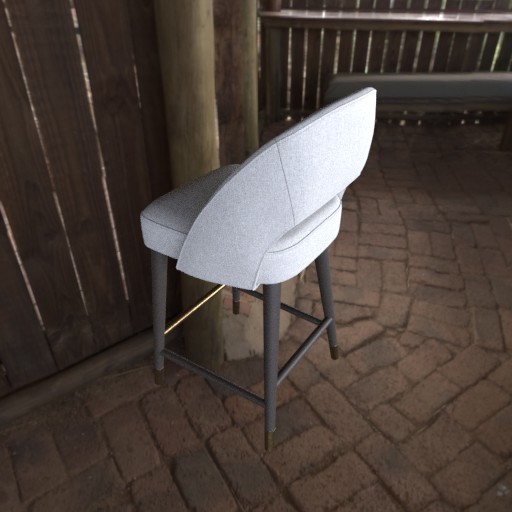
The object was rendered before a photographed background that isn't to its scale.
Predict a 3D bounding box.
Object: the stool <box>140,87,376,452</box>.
[{"bbox_3d":[0.000,0.000,1.245,0.509,0.940,0.494,20,38,28],"label":"stool"}]
